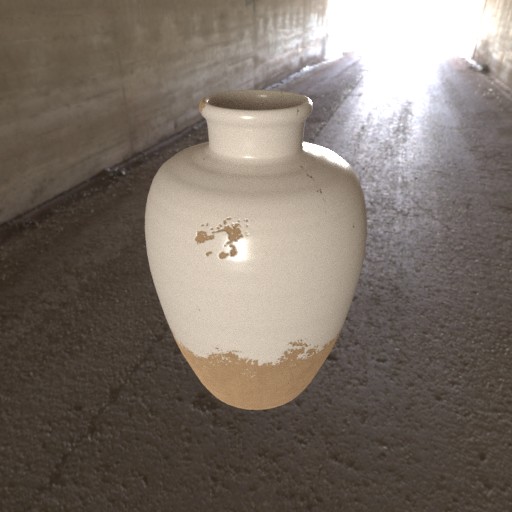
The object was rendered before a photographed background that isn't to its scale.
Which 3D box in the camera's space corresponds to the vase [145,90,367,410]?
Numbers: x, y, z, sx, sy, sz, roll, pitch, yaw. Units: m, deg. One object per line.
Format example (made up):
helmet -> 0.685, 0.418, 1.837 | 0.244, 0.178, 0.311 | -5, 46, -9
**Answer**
vase -> 0.000, 0.000, 0.336 | 0.158, 0.228, 0.158 | 0, 30, 0
